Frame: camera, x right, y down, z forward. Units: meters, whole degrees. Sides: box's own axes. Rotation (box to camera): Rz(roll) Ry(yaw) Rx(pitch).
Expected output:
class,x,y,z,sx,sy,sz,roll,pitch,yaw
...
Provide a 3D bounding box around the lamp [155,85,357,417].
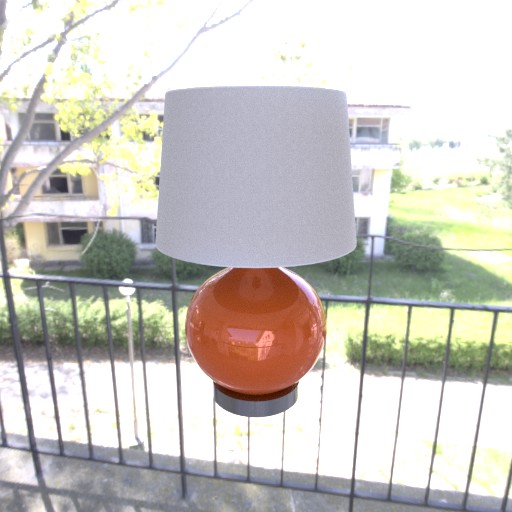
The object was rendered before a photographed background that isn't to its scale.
class,x,y,z,sx,sy,sz,roll,pitch,yaw
lamp,0.000,0.000,0.561,0.247,0.387,0.247,0,16,0
